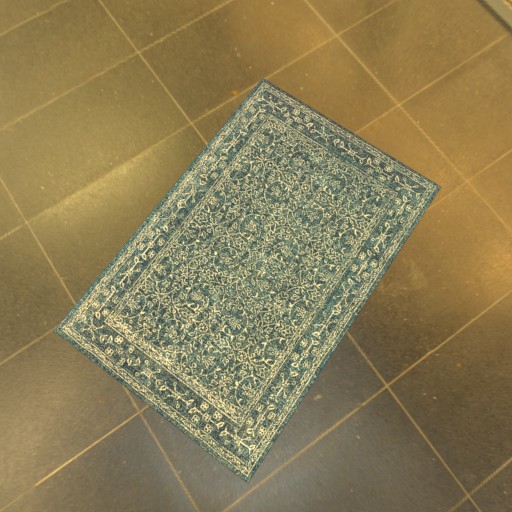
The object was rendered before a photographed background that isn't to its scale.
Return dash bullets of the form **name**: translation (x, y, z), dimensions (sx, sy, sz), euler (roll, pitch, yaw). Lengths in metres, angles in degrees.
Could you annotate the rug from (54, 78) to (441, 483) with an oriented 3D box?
- **rug**: translation (0.000, 0.000, 2.327), dimensions (1.200, 0.005, 1.819), euler (35, 78, 9)
